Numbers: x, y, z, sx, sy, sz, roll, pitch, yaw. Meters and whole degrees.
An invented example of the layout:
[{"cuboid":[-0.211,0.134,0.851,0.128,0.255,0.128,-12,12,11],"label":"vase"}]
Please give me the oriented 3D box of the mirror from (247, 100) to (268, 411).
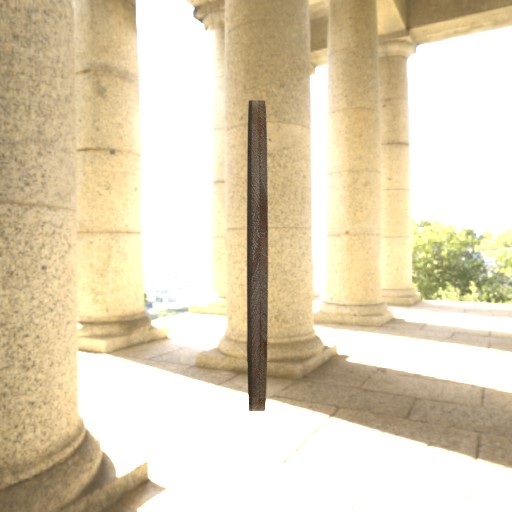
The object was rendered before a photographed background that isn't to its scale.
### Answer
[{"cuboid":[0.000,0.000,1.074,0.038,0.710,0.710,0,1,0],"label":"mirror"}]
